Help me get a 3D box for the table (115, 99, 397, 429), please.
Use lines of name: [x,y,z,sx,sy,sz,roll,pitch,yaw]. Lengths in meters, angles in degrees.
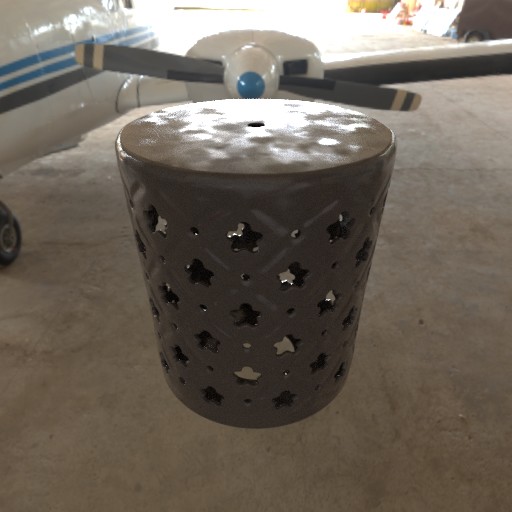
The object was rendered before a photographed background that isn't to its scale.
table: [0.000,0.000,0.660,0.352,0.387,0.352,0,31,0]
